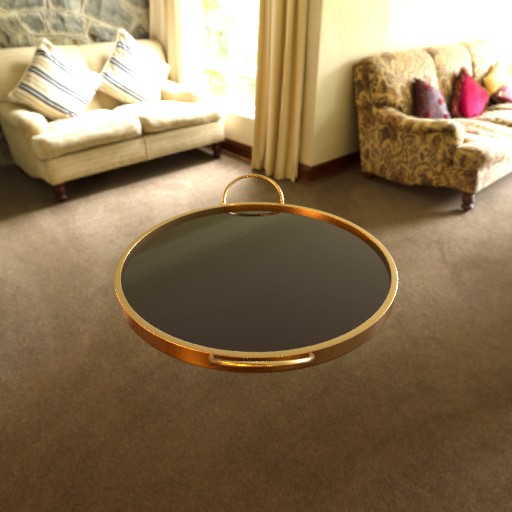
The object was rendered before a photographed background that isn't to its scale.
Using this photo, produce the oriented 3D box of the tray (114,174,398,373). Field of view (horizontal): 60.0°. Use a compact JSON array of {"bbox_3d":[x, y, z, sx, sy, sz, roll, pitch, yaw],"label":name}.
[{"bbox_3d":[0.000,0.000,0.706,0.438,0.069,0.543,-1,31,-1],"label":"tray"}]
